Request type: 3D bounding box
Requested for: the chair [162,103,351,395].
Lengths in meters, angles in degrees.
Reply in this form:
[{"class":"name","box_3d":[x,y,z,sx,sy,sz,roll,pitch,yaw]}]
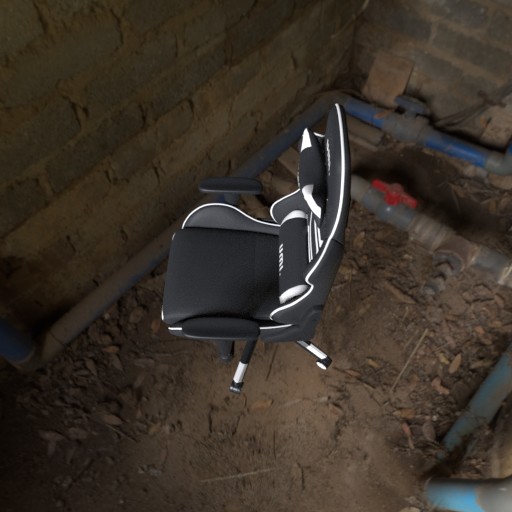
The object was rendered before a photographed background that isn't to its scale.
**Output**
[{"class":"chair","box_3d":[0.000,0.000,1.594,0.700,1.240,0.700,1,59,1]}]
